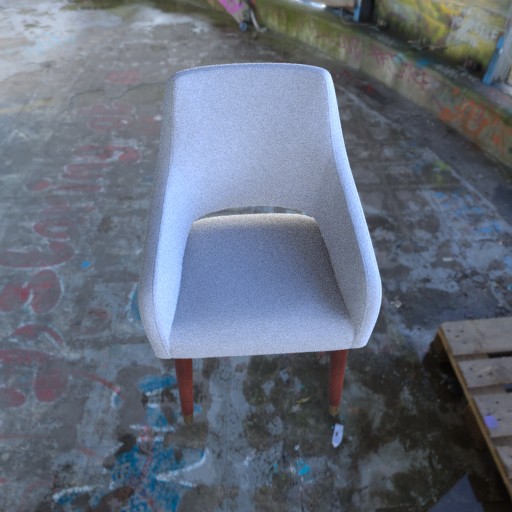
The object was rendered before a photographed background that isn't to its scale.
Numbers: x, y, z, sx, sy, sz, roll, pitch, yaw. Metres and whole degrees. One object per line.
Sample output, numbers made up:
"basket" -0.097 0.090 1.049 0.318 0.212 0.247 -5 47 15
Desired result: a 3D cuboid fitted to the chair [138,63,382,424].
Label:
"chair" 0.000 0.000 1.306 0.609 0.889 0.600 -3 46 -3
